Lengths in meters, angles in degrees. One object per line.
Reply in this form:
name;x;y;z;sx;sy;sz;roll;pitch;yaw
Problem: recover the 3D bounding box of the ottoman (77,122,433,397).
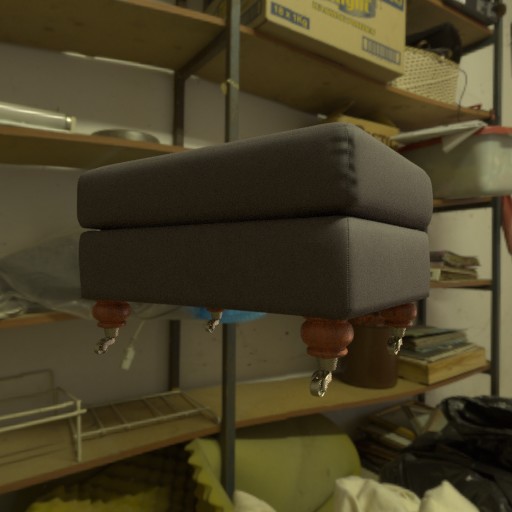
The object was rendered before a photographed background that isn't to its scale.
ottoman;0.000;0.000;1.143;0.773;0.497;0.574;0;-1;35
